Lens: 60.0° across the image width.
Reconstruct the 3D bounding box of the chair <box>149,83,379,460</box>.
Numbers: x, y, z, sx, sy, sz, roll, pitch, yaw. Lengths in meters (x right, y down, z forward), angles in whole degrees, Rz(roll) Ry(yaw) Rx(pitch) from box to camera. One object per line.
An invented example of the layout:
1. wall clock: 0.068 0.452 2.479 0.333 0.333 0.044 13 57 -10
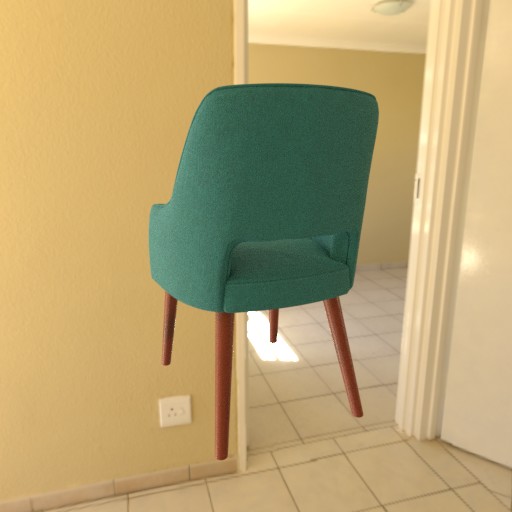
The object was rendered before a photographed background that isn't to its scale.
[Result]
1. chair: 0.000 0.000 1.261 0.548 0.849 0.605 -6 15 -24
